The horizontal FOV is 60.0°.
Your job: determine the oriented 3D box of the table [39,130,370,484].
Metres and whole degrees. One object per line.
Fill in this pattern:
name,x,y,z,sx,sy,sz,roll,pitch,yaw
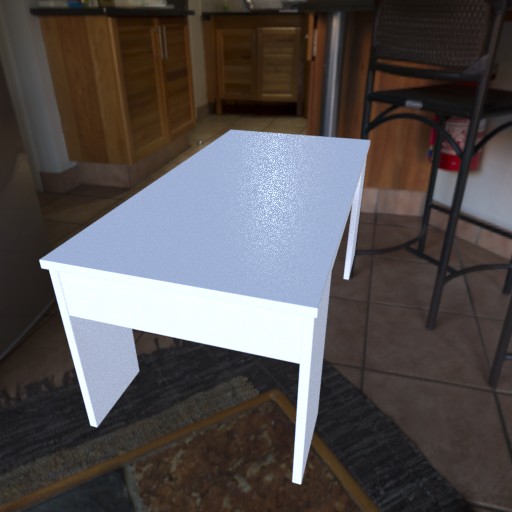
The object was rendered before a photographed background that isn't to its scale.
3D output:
table,0.000,0.000,1.247,0.500,0.440,1.000,9,30,15
